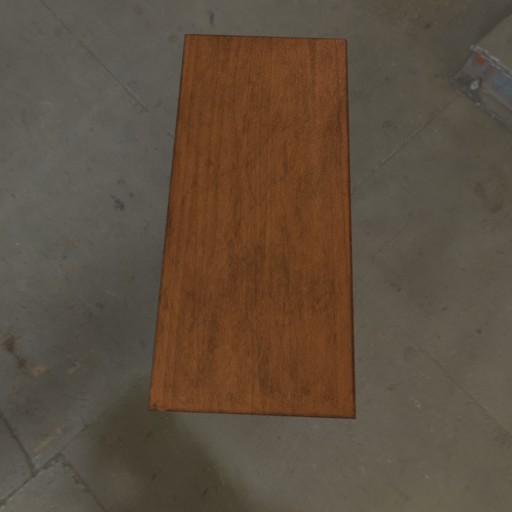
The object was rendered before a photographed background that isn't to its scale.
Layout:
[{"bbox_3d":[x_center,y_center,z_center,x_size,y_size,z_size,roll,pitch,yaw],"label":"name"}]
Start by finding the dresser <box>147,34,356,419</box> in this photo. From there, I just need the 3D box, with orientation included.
[{"bbox_3d":[0.000,0.000,1.959,0.591,1.224,1.250,2,74,1],"label":"dresser"}]
